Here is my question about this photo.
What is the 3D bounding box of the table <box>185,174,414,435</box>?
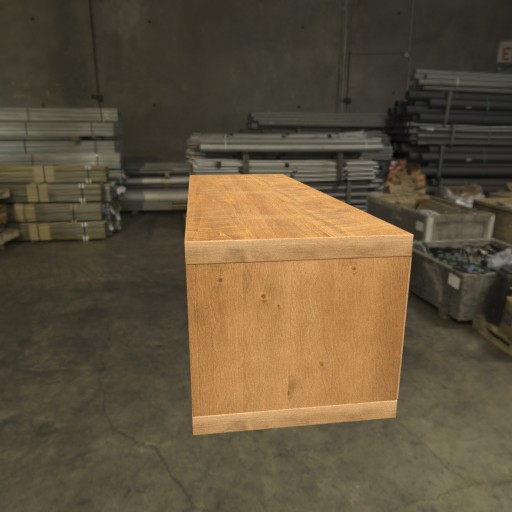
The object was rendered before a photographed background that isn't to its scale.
[{"bbox_3d":[0.000,0.000,1.720,0.499,0.491,1.499,-2,16,-7],"label":"table"}]
